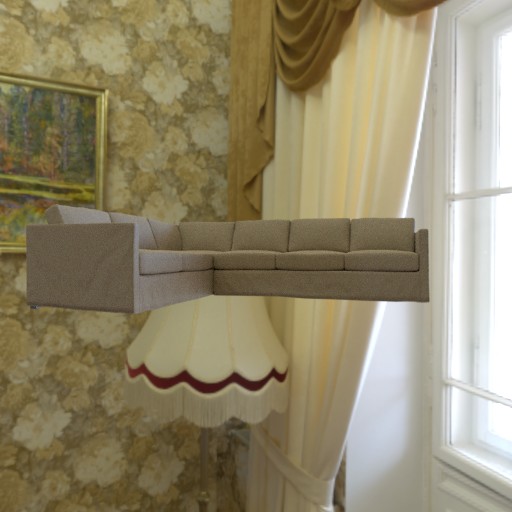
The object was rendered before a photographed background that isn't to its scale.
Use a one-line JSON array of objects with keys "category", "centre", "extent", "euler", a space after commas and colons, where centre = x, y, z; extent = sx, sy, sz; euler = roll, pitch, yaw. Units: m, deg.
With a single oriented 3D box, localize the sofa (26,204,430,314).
[{"category": "sofa", "centre": [0.000, 0.000, 4.281], "extent": [3.182, 0.871, 2.432], "euler": [0, 0, 17]}]
